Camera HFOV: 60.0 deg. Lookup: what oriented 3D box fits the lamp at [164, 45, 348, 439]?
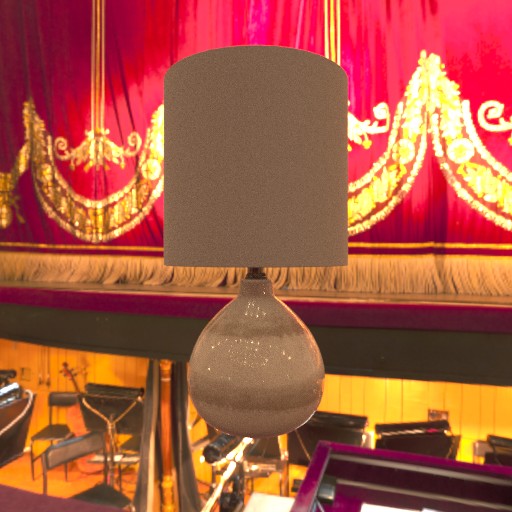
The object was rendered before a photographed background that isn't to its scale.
[{"bbox_3d":[0.000,0.000,0.531,0.217,0.404,0.217,0,0,16],"label":"lamp"}]
